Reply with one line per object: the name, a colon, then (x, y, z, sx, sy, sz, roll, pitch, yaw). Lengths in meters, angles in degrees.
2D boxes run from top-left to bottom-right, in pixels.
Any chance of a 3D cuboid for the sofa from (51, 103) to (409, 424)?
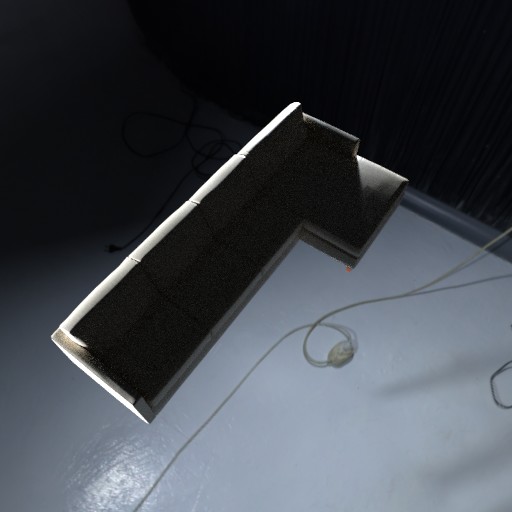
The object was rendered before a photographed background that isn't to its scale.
sofa: (0.000, 0.000, 4.255, 1.603, 0.954, 3.471, 31, 62, 18)
